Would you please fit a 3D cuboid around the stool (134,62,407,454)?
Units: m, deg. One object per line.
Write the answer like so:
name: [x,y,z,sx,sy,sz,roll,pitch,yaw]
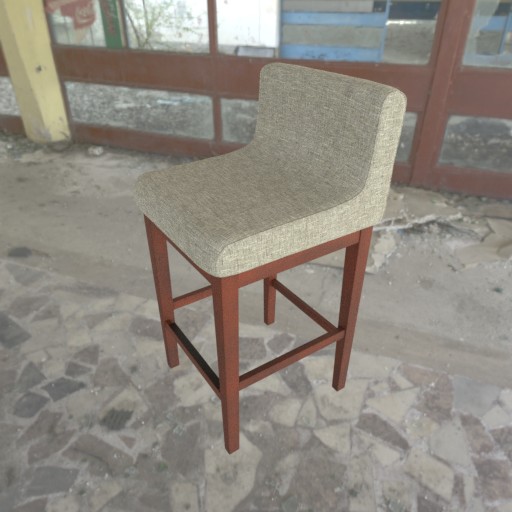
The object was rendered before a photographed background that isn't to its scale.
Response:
stool: [0.000,0.000,1.114,0.459,0.835,0.417,-19,36,-28]
